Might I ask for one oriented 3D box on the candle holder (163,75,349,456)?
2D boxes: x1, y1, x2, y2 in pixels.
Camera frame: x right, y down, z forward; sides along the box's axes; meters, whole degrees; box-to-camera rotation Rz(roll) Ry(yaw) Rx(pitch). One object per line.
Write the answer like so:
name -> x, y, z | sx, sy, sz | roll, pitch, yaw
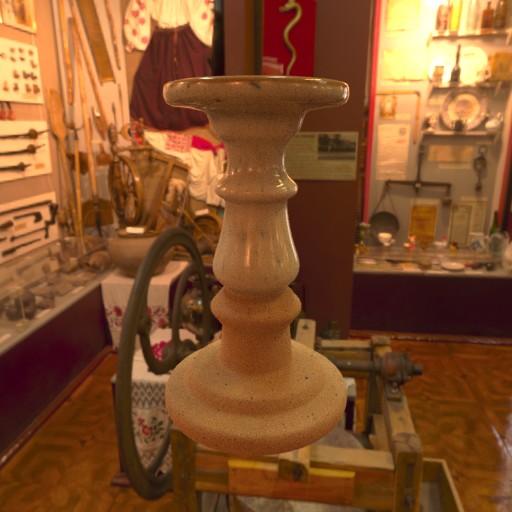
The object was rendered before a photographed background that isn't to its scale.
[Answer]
candle holder -> 0.000, 0.000, 0.279 | 0.123, 0.202, 0.123 | 0, 16, 0
